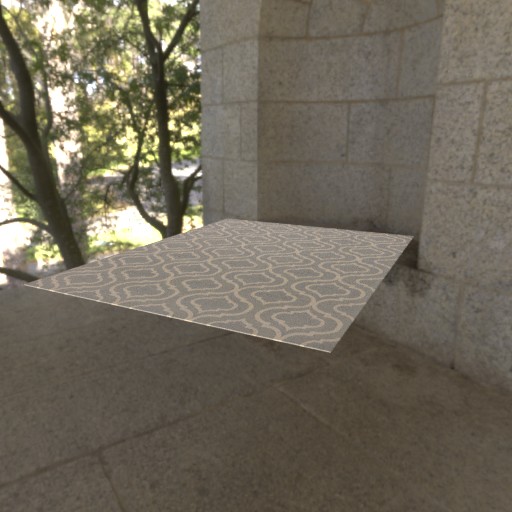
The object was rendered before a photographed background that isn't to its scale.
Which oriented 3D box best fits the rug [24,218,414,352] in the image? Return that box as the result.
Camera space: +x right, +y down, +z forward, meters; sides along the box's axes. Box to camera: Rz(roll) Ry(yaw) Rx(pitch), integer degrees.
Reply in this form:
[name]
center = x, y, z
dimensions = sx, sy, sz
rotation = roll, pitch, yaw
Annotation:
[rug]
center = 0.000, 0.000, 3.942
dimensions = 2.283, 0.006, 2.892
rotation = 8, 17, 26
